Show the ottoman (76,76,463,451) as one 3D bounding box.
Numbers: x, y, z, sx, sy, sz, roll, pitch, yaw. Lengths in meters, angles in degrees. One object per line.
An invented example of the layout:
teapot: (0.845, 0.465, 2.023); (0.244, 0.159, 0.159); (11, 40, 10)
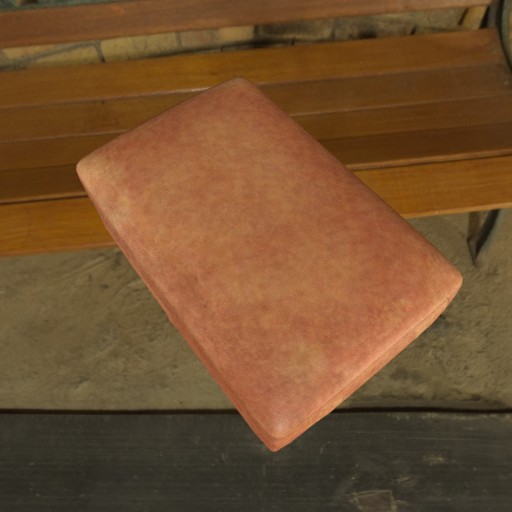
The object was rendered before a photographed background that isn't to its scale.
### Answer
ottoman: (0.000, 0.000, 1.201); (0.565, 0.507, 0.852); (-34, 67, -17)
